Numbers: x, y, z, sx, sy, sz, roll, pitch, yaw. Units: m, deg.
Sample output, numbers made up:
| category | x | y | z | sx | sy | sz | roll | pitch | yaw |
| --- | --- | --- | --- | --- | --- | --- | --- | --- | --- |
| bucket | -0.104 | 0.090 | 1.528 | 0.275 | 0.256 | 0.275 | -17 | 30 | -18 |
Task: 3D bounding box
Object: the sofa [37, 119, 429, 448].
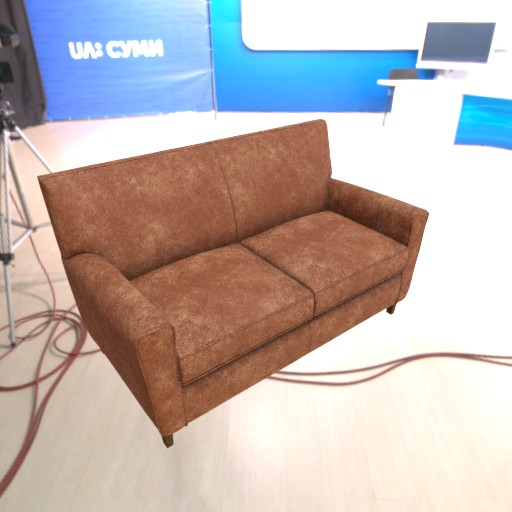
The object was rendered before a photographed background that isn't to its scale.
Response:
| category | x | y | z | sx | sy | sz | roll | pitch | yaw |
| --- | --- | --- | --- | --- | --- | --- | --- | --- | --- |
| sofa | 0.000 | 0.000 | 1.992 | 1.473 | 0.871 | 0.787 | -21 | 36 | -32 |
